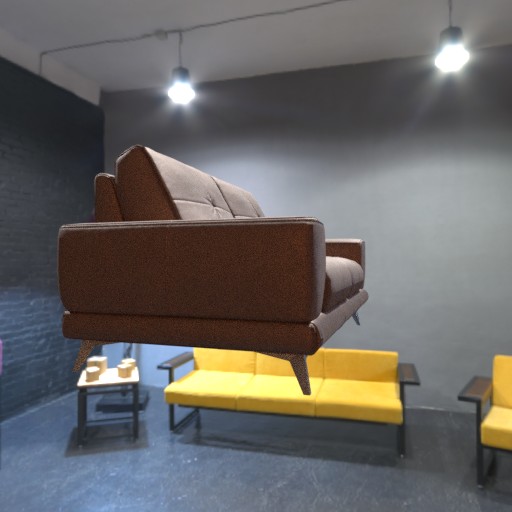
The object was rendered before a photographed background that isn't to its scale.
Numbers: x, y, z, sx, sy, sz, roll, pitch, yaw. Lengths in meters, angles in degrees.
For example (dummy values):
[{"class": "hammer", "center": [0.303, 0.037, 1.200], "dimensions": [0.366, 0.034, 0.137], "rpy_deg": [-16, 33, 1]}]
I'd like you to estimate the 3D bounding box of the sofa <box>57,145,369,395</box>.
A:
[{"class": "sofa", "center": [0.000, 0.000, 2.333], "dimensions": [1.018, 0.907, 1.806], "rpy_deg": [0, -1, 19]}]
